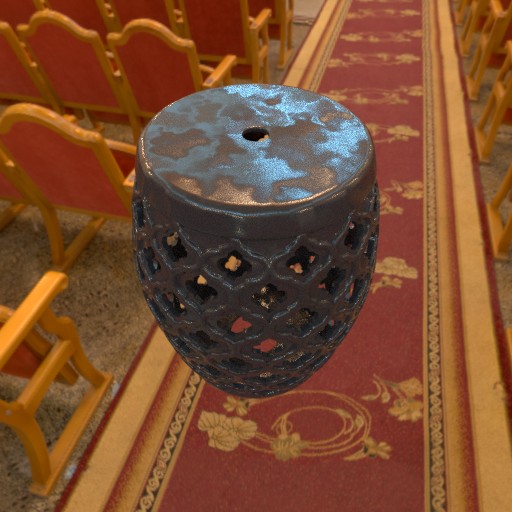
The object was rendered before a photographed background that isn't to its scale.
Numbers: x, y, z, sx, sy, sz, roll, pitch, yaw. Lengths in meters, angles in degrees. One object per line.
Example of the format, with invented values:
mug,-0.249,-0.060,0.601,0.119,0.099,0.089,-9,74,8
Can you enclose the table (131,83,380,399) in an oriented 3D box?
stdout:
table,0.000,0.000,0.627,0.325,0.388,0.325,0,46,0
